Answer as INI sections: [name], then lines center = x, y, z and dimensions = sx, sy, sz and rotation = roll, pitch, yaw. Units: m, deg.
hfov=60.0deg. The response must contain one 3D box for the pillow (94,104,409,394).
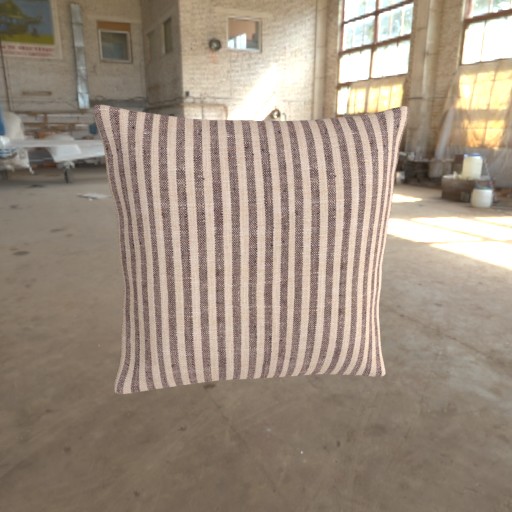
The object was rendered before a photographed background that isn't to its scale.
[pillow]
center = 0.000, 0.000, 0.782
dimensions = 0.523, 0.506, 0.166
rotation = -2, 16, -7
